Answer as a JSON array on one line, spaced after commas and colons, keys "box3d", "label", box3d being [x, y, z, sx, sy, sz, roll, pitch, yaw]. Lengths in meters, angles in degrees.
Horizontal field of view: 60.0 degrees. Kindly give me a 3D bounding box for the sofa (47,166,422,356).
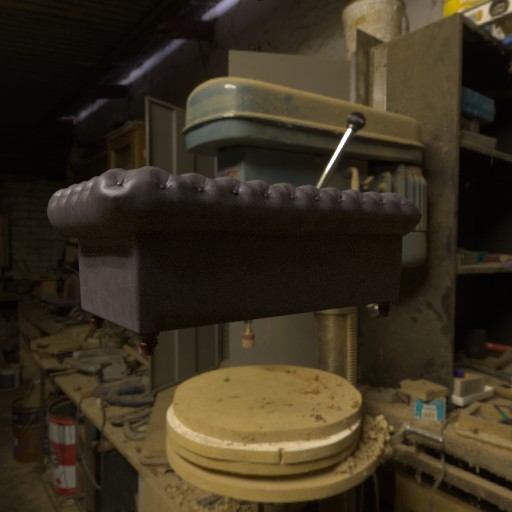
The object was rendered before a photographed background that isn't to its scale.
[{"box3d": [0.000, 0.000, 2.555, 2.048, 0.779, 0.944, -1, 2, -37], "label": "sofa"}]
